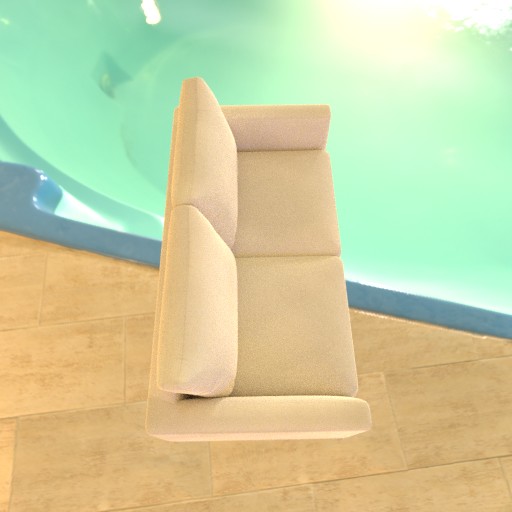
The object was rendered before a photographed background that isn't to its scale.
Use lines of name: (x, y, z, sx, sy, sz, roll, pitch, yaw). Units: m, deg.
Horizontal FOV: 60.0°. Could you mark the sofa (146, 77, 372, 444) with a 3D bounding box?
sofa: (0.000, 0.000, 2.285, 0.906, 0.995, 1.739, -1, 62, 0)
